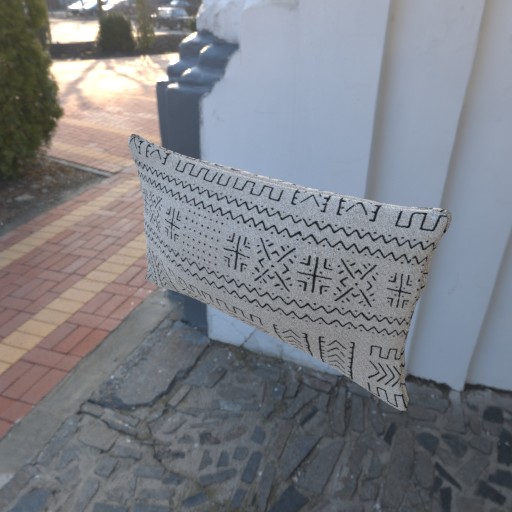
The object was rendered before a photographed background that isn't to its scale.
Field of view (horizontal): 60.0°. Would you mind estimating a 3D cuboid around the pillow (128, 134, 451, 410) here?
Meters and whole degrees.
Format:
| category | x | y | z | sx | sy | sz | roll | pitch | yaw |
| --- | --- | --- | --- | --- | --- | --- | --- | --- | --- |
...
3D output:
| category | x | y | z | sx | sy | sz | roll | pitch | yaw |
| --- | --- | --- | --- | --- | --- | --- | --- | --- | --- |
| pillow | 0.000 | 0.000 | 0.812 | 0.637 | 0.352 | 0.188 | 21 | 36 | 32 |
